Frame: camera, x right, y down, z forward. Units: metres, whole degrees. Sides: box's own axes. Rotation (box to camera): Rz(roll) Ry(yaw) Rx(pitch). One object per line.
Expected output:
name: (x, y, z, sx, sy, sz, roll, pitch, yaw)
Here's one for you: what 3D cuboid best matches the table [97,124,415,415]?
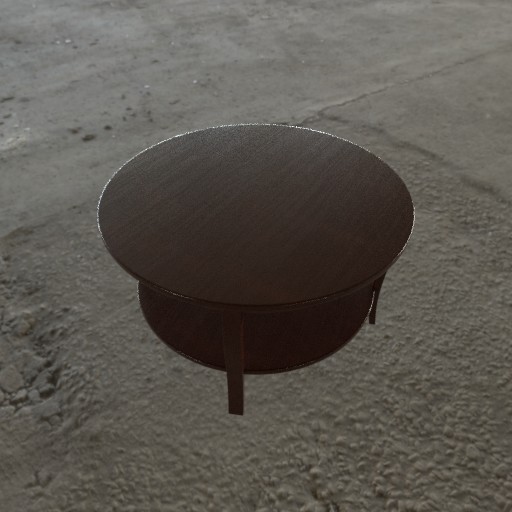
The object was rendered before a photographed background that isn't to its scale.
table: (0.000, 0.000, 1.483, 0.911, 0.512, 0.911, 0, 42, 0)
